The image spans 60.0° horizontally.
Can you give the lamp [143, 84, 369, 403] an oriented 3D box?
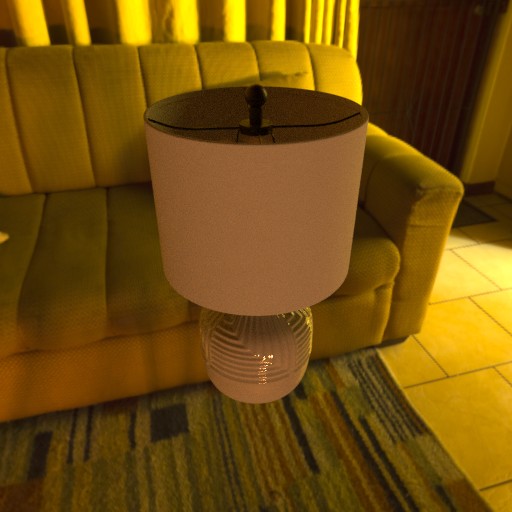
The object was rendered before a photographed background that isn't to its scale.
[{"bbox_3d":[0.000,0.000,0.770,0.318,0.567,0.318,0,32,0],"label":"lamp"}]
